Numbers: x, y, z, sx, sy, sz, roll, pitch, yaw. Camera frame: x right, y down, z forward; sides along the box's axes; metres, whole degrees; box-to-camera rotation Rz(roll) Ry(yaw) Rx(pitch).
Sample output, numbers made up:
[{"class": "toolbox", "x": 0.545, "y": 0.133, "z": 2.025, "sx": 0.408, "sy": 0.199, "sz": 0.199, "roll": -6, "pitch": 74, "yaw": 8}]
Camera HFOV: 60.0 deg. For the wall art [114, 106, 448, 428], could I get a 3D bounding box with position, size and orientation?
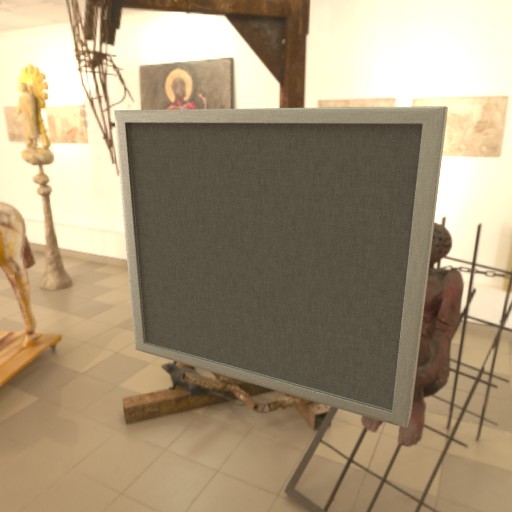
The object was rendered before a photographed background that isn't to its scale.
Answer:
[{"class": "wall art", "x": 0.000, "y": 0.000, "z": 0.524, "sx": 0.380, "sy": 0.330, "sz": 0.028, "roll": 8, "pitch": 19, "yaw": 26}]
